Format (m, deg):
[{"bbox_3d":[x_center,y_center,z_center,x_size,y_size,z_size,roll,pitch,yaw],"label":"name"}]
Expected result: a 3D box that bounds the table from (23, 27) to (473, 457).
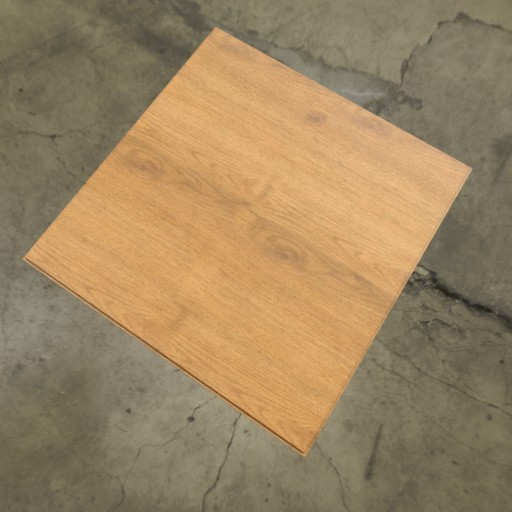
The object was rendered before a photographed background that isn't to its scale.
[{"bbox_3d":[0.000,0.000,1.110,0.612,0.593,0.616,32,77,9],"label":"table"}]
